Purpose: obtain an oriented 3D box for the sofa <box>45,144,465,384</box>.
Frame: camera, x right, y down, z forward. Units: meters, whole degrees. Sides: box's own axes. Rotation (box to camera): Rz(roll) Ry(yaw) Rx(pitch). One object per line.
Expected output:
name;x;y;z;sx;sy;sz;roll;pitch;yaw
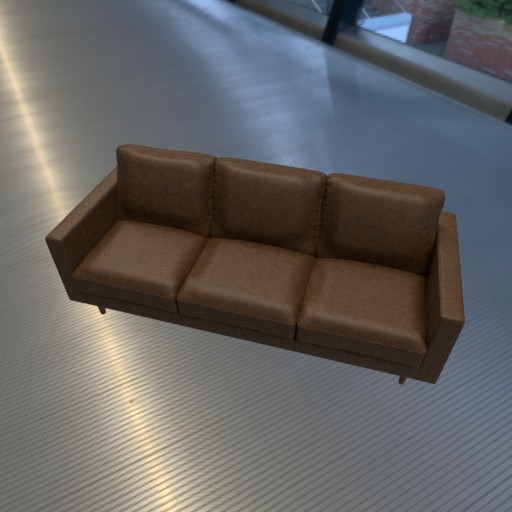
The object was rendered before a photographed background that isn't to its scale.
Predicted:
sofa;0.000;0.000;2.694;2.231;0.930;0.903;11;43;12
